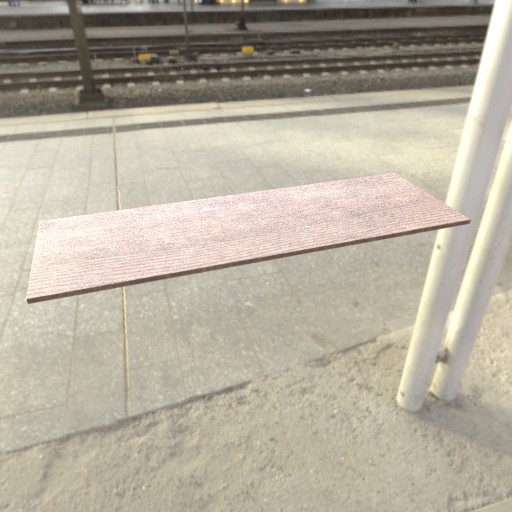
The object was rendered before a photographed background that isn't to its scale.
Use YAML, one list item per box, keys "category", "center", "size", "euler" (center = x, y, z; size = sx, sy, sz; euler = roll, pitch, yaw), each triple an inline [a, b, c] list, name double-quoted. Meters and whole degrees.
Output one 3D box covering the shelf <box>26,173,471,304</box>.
- category: "shelf"
  center: [0.000, 0.000, 0.692]
  size: [0.610, 0.125, 0.200]
  euler: [-10, 33, -16]
